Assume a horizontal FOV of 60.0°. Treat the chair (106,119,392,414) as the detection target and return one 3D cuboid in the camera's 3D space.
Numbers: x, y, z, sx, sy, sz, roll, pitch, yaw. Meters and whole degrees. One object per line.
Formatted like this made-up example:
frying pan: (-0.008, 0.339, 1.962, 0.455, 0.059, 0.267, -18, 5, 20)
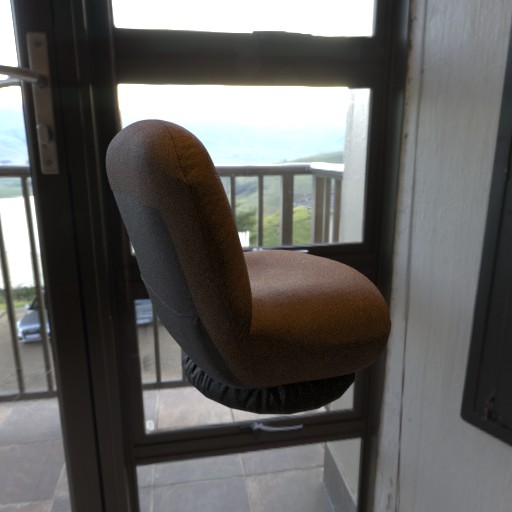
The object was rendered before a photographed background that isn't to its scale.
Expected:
chair: (0.000, 0.000, 1.027, 0.597, 0.594, 0.521, -7, 16, -27)
